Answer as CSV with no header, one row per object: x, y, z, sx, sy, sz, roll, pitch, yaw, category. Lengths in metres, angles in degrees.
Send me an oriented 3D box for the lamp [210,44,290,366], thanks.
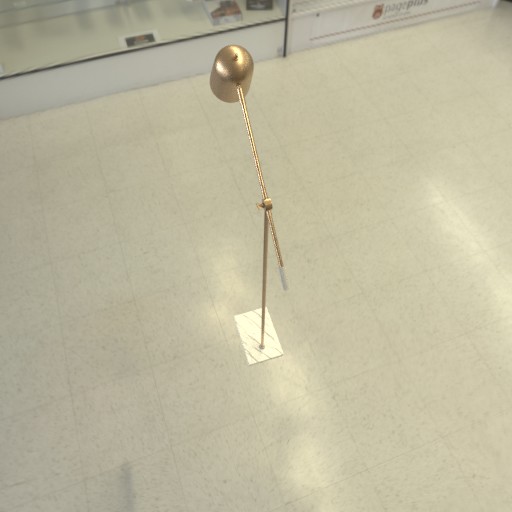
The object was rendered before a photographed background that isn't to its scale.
0.000,0.000,1.809,0.194,1.594,0.653,-15,60,-9,lamp
